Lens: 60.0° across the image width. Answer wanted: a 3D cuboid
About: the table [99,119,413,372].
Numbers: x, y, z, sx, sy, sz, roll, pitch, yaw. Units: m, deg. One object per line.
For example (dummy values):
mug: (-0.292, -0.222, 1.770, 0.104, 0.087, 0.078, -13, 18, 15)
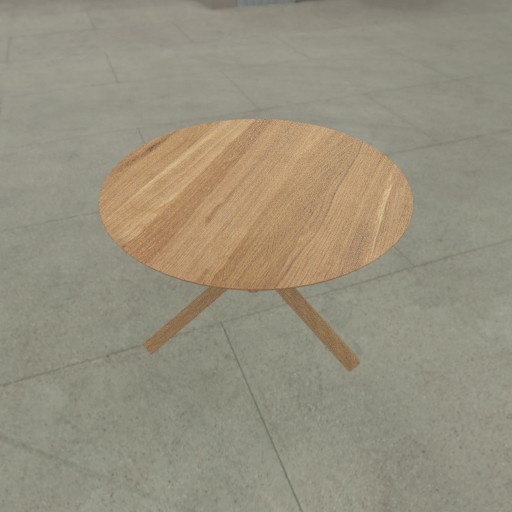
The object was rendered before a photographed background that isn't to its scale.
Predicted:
table: (0.000, 0.000, 1.729, 1.038, 0.666, 1.038, 0, 40, 0)
